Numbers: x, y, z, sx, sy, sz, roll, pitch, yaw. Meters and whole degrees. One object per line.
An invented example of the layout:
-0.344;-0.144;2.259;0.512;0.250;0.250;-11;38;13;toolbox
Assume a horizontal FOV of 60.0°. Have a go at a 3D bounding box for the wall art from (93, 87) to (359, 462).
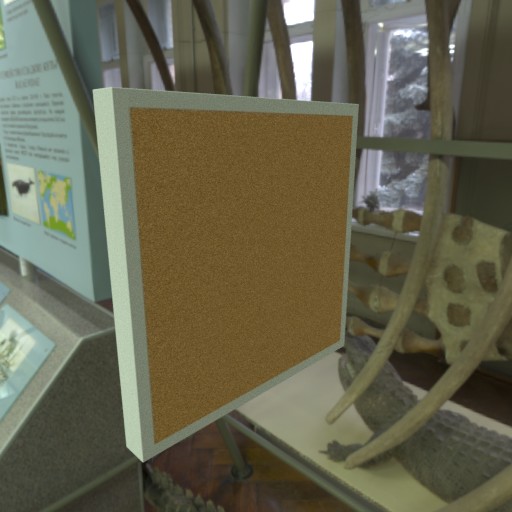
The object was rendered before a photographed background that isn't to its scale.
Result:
0.000;0.000;0.606;0.038;0.406;0.406;15;22;43;wall art
